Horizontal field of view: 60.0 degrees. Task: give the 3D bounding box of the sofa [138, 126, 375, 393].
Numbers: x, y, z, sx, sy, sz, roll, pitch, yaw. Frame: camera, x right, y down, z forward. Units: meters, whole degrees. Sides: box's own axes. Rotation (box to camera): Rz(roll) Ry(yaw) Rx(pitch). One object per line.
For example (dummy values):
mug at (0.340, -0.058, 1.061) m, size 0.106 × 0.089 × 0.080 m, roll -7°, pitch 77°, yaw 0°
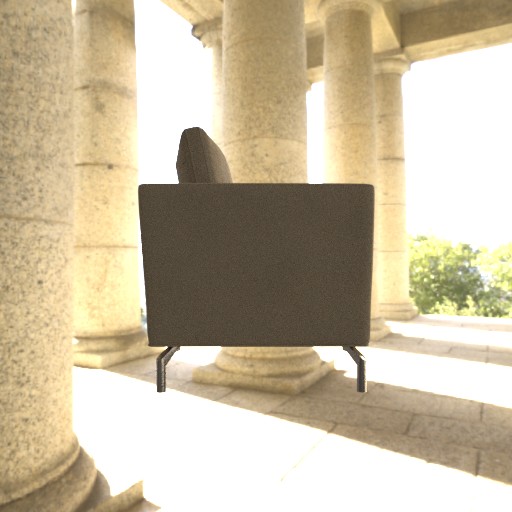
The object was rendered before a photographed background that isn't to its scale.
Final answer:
sofa at (0.000, 0.000, 2.669) m, size 0.868 × 1.005 × 2.214 m, roll 0°, pitch -1°, yaw 0°
